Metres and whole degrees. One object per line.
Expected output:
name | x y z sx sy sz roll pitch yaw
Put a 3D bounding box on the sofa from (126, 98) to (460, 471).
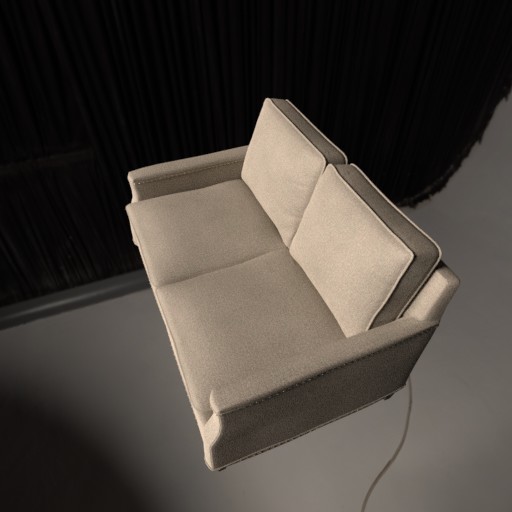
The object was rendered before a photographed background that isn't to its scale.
sofa | 0.000 0.000 2.264 1.084 1.003 1.597 -16 47 -16
